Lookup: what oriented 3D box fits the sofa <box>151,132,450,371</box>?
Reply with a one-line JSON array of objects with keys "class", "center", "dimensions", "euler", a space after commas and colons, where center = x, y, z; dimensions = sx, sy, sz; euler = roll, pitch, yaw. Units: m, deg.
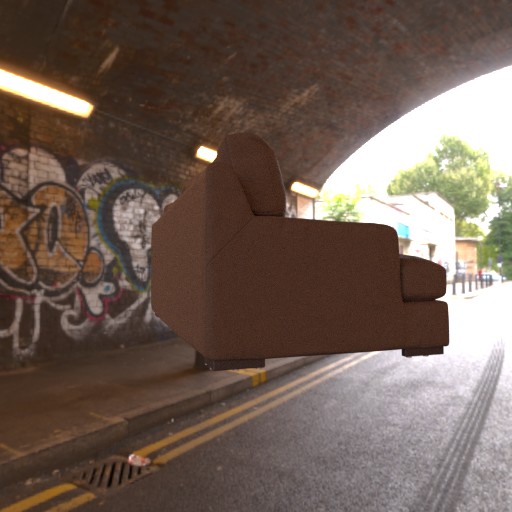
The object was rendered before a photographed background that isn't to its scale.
[{"class": "sofa", "center": [0.000, 0.000, 2.872], "dimensions": [1.140, 0.950, 2.274], "euler": [1, -2, -18]}]
